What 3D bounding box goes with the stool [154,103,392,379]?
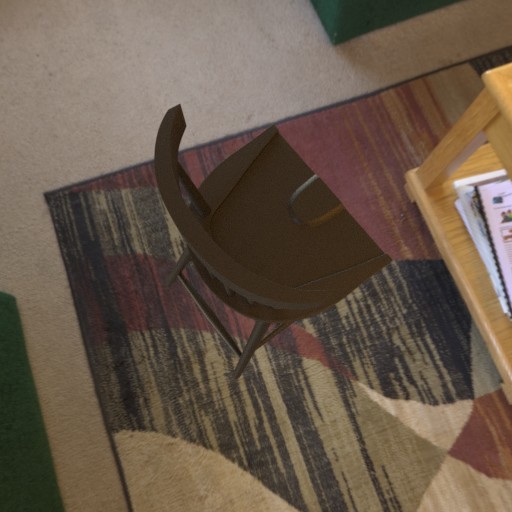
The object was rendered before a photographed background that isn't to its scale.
[{"bbox_3d":[0.000,0.000,1.254,0.549,0.953,0.494,-37,78,-9],"label":"stool"}]
